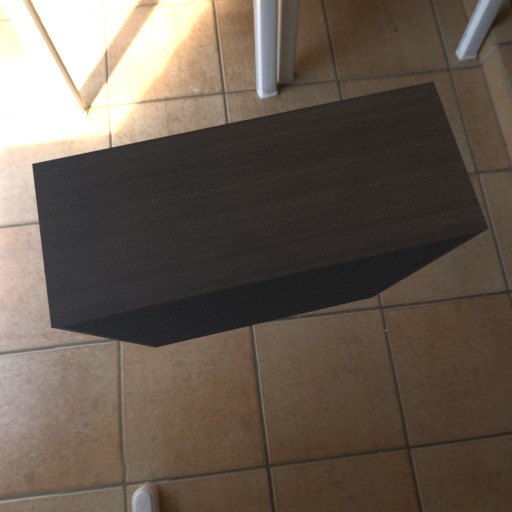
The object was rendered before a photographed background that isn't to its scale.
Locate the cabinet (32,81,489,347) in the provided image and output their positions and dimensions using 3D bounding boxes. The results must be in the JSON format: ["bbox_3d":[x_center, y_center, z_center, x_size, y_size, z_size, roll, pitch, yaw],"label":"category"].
[{"bbox_3d":[0.000,0.000,1.610,1.010,1.170,0.400,-13,76,-3],"label":"cabinet"}]
